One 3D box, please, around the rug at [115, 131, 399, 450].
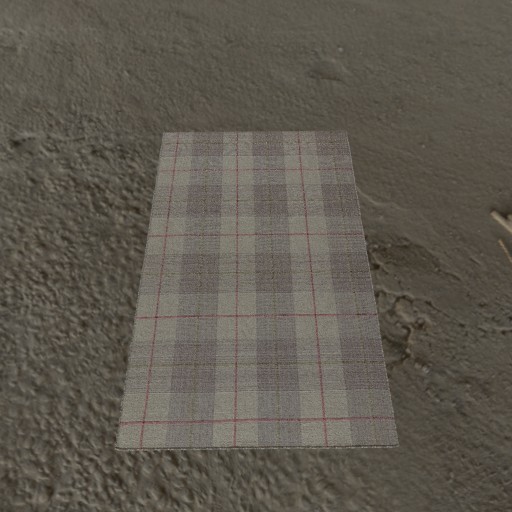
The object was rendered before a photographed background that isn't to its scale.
[{"bbox_3d":[0.000,0.000,3.044,1.549,0.010,2.464,-1,57,0],"label":"rug"}]
